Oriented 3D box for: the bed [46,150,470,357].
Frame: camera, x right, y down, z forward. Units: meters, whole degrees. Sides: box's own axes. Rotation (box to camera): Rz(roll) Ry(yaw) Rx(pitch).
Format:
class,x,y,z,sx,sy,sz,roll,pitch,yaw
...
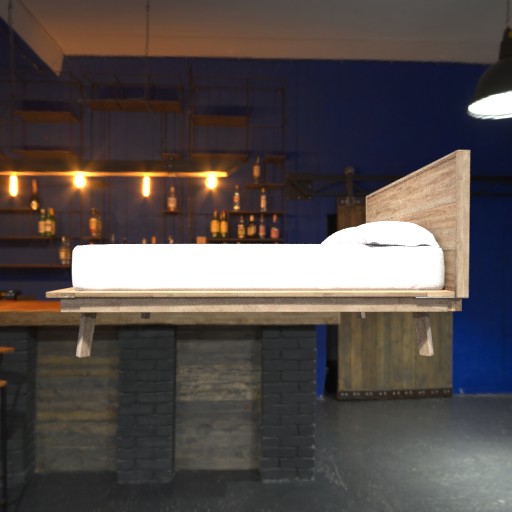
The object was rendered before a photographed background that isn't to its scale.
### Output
class,x,y,z,sx,sy,sz,roll,pitch,yaw
bed,0.000,0.000,3.095,2.145,1.071,1.759,0,0,-1
